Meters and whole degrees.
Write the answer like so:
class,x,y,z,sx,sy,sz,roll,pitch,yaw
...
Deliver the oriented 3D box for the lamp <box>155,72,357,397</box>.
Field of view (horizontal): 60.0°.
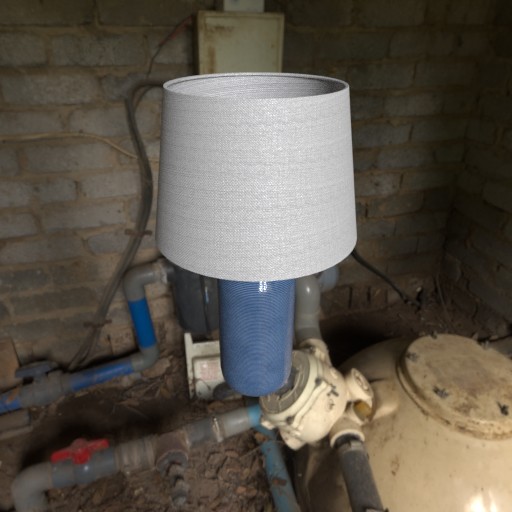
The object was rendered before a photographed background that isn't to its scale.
class,x,y,z,sx,sy,sz,roll,pitch,yaw
lamp,0.000,0.000,0.585,0.253,0.428,0.253,0,29,0
